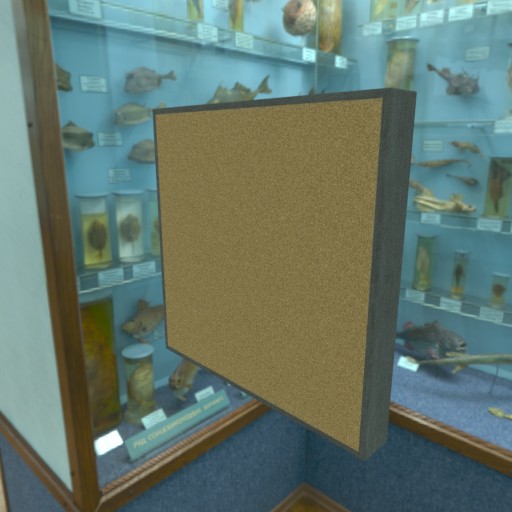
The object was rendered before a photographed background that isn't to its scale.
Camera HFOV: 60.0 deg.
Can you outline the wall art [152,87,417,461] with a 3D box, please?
[{"bbox_3d":[0.000,0.000,0.459,0.038,0.302,0.303,-14,20,-43],"label":"wall art"}]
